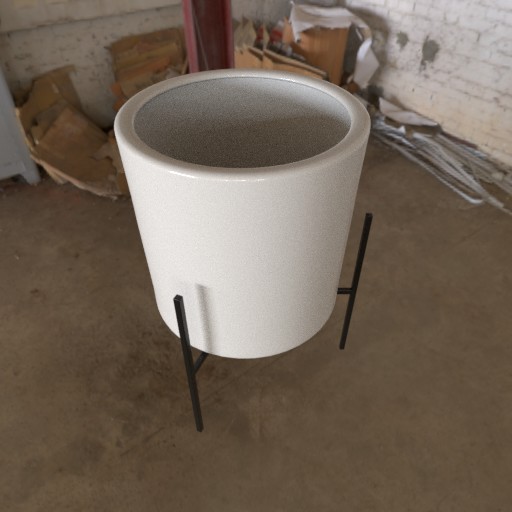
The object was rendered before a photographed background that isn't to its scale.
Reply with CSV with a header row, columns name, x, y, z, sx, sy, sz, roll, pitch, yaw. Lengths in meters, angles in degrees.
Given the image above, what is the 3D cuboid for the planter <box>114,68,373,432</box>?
name,x,y,z,sx,sy,sz,roll,pitch,yaw
planter,0.000,0.000,0.633,0.308,0.431,0.307,0,42,0
